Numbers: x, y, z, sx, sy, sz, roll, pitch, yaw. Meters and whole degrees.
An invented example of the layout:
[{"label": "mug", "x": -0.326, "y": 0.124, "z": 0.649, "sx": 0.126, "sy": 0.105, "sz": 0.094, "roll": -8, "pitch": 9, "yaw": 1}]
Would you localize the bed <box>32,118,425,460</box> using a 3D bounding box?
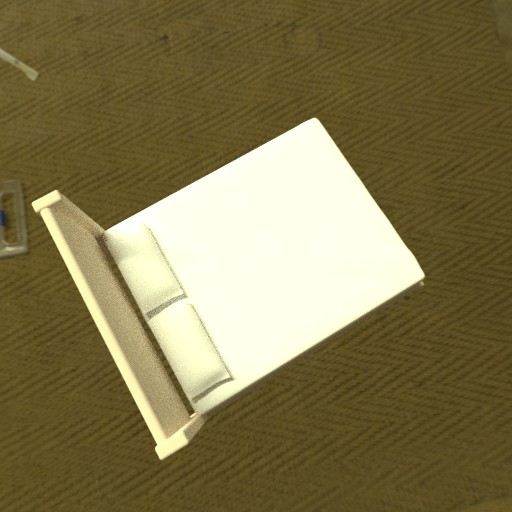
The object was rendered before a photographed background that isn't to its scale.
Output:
[{"label": "bed", "x": 0.000, "y": 0.000, "z": 3.493, "sx": 2.293, "sy": 1.471, "sz": 1.778, "roll": -30, "pitch": 79, "yaw": -7}]
